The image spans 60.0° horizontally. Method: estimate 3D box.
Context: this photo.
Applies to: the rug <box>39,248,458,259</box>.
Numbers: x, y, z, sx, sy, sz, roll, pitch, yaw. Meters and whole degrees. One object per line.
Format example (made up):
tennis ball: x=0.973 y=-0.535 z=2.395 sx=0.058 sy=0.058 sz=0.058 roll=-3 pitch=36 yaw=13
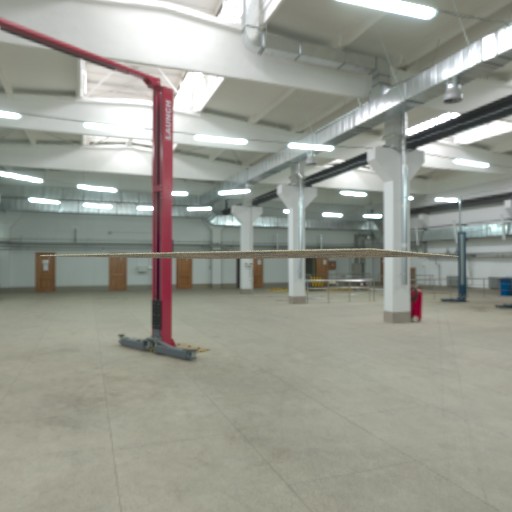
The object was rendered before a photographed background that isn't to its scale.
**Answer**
rug: x=0.000 y=0.000 z=4.003 sx=2.977 sy=0.008 sz=2.380 roll=-1 pitch=-1 yaw=34
